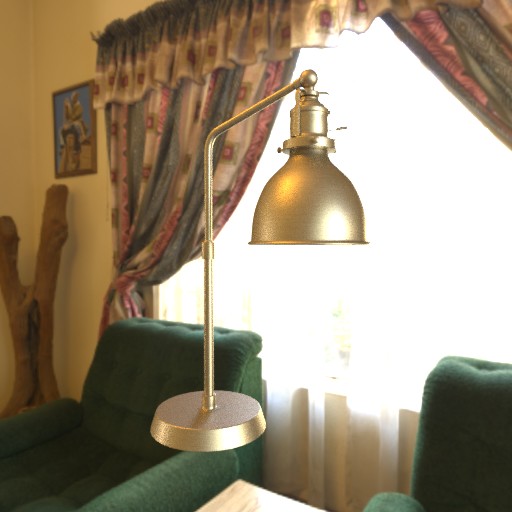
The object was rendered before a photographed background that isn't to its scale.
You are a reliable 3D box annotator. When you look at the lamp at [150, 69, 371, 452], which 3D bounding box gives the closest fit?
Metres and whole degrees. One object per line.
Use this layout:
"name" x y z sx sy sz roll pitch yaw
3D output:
"lamp" 0.000 0.000 0.568 0.286 0.456 0.153 1 2 18
